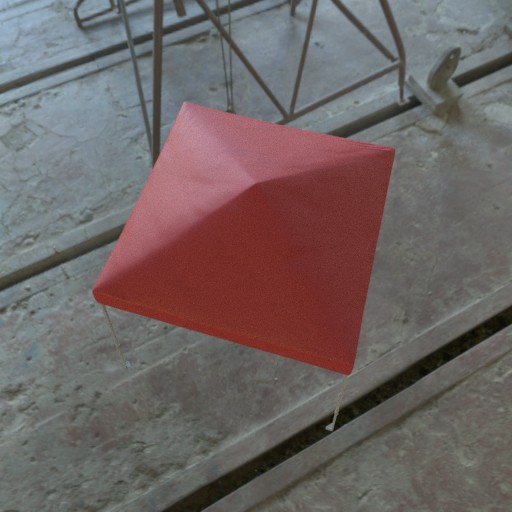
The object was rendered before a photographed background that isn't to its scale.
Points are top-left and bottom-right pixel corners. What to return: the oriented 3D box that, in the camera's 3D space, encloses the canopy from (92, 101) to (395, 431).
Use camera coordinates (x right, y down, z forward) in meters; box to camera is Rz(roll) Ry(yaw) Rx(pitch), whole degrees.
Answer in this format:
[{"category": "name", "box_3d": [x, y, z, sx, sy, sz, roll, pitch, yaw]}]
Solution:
[{"category": "canopy", "box_3d": [0.000, 0.000, 6.415, 3.600, 3.600, 3.599, 15, 65, 7]}]
